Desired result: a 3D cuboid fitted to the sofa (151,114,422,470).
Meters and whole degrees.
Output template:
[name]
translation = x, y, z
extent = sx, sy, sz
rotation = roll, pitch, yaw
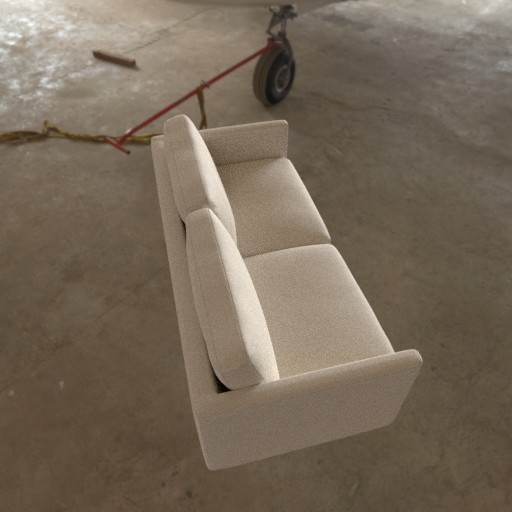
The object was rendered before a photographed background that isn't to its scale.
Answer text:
[sofa]
translation = 0.000, 0.000, 2.525
extent = 0.965, 0.889, 1.981
rotation = -10, 47, -10
